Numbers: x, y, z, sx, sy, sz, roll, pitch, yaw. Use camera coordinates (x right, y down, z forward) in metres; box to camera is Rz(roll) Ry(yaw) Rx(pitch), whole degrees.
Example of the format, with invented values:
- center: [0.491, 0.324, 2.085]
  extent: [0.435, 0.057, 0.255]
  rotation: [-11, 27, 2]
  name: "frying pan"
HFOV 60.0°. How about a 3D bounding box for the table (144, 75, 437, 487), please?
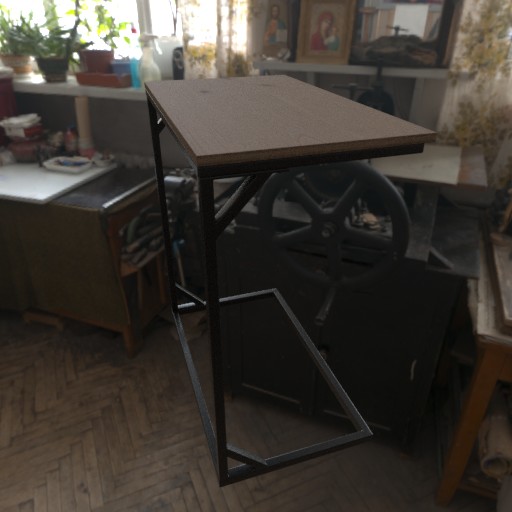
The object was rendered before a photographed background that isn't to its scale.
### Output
- center: [0.000, 0.000, 1.002]
  extent: [0.351, 0.673, 0.597]
  rotation: [-9, 31, -16]
  name: "table"
